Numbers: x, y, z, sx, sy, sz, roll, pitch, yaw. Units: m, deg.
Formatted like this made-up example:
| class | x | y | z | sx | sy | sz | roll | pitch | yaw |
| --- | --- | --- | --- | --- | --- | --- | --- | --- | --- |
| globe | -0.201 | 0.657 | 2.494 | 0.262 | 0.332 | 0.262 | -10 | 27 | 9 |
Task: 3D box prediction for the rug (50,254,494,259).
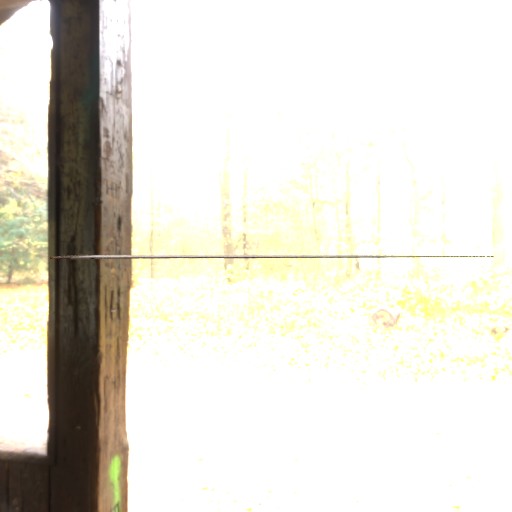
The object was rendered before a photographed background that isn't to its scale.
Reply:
| class | x | y | z | sx | sy | sz | roll | pitch | yaw |
| --- | --- | --- | --- | --- | --- | --- | --- | --- | --- |
| rug | 0.000 | 0.000 | 4.267 | 3.274 | 0.015 | 2.439 | 0 | 0 | -16 |
